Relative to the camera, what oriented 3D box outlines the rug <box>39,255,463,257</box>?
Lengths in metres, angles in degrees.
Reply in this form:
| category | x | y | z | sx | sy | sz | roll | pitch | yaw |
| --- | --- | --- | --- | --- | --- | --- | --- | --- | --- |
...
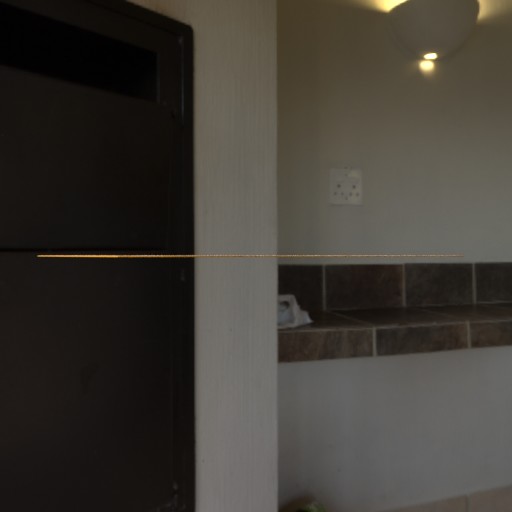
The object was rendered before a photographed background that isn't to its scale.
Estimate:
| category | x | y | z | sx | sy | sz | roll | pitch | yaw |
| --- | --- | --- | --- | --- | --- | --- | --- | --- | --- |
| rug | 0.000 | 0.000 | 2.898 | 2.336 | 0.007 | 1.525 | 0 | 0 | -36 |
